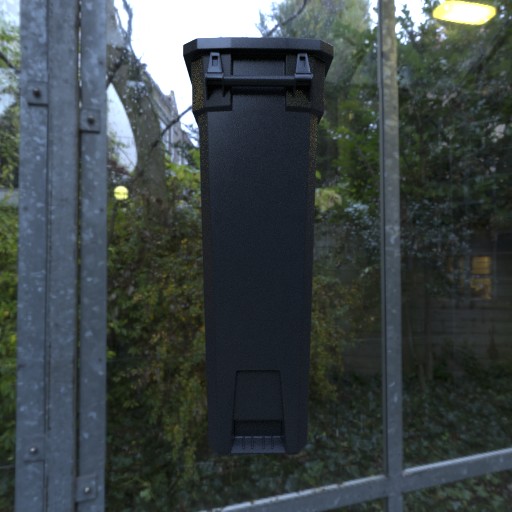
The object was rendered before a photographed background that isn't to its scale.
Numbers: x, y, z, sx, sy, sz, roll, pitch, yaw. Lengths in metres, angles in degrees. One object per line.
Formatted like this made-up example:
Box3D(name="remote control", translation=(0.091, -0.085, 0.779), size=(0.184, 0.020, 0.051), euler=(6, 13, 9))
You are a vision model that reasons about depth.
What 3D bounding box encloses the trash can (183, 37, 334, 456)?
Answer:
Box3D(name="trash can", translation=(0.000, 0.000, 1.047), size=(0.281, 0.762, 0.559), euler=(0, -3, -1))
